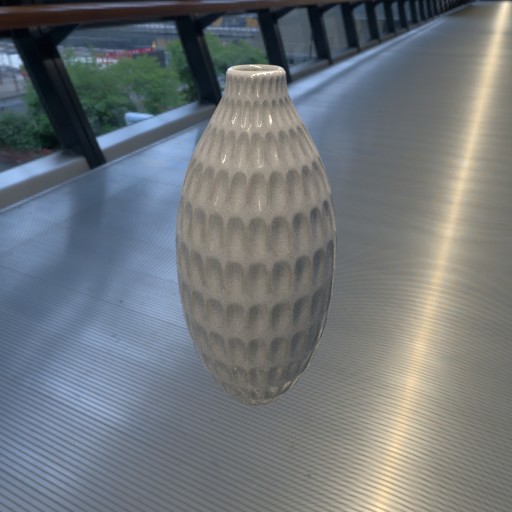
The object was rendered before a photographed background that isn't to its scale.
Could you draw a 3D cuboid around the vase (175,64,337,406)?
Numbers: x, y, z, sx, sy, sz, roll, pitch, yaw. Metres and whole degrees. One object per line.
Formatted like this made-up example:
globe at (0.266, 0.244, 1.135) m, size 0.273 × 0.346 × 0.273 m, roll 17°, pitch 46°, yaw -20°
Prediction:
vase at (0.000, 0.000, 0.358) m, size 0.127 × 0.282 × 0.127 m, roll 0°, pitch 30°, yaw 0°
